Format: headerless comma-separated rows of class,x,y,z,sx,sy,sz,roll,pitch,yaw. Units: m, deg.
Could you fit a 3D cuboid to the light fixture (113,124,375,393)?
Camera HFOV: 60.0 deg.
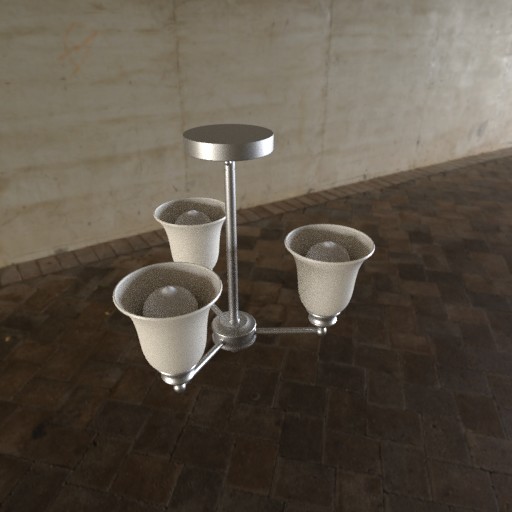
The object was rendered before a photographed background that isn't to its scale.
light fixture,0.000,0.000,0.676,0.354,0.370,0.388,0,28,0
